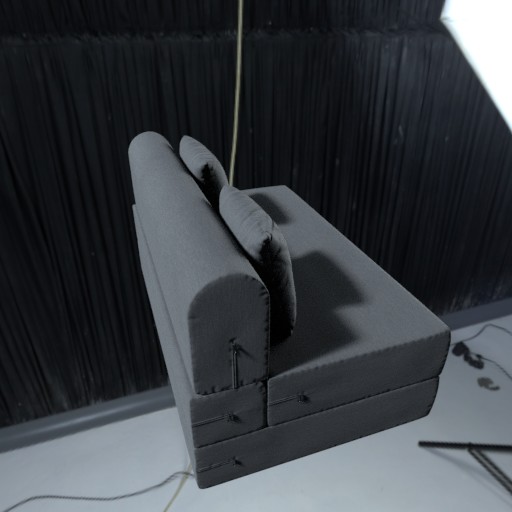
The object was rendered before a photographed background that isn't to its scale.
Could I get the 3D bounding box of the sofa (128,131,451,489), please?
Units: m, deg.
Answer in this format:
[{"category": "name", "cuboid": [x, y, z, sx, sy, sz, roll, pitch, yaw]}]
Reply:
[{"category": "sofa", "cuboid": [0.000, 0.000, 1.632, 0.762, 0.670, 1.225, -10, 31, -17]}]
